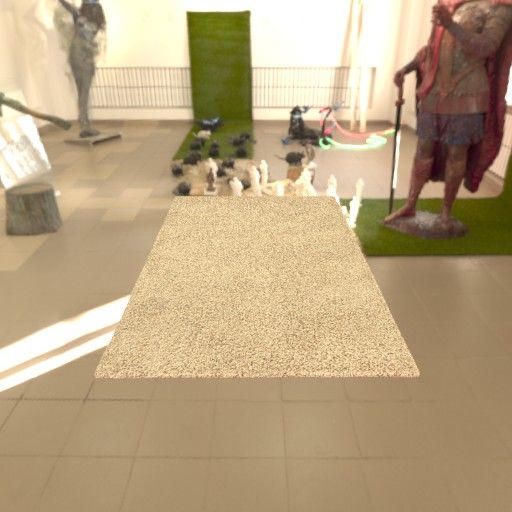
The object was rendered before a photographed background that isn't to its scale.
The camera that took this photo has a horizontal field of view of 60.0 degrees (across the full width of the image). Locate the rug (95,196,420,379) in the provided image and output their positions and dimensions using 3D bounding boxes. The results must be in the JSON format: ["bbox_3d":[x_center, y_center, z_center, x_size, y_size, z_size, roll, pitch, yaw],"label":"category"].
[{"bbox_3d":[0.000,0.000,3.144,1.524,0.030,2.438,0,27,0],"label":"rug"}]
